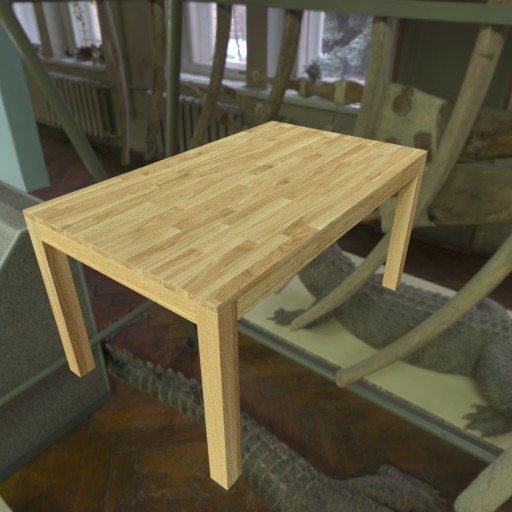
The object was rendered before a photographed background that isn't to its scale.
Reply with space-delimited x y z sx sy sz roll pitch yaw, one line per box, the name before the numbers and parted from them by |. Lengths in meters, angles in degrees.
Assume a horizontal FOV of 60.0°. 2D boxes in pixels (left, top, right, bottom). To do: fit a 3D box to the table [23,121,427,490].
table | 0.000 0.000 2.018 0.900 0.770 1.500 22 37 31
